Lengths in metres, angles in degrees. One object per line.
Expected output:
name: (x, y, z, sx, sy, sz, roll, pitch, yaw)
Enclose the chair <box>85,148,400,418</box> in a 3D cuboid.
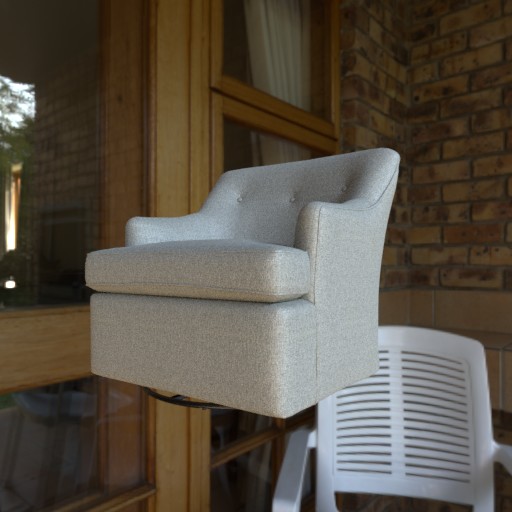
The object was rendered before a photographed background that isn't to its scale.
chair: (0.000, 0.000, 1.616, 0.864, 0.856, 0.923, -1, -1, 35)
